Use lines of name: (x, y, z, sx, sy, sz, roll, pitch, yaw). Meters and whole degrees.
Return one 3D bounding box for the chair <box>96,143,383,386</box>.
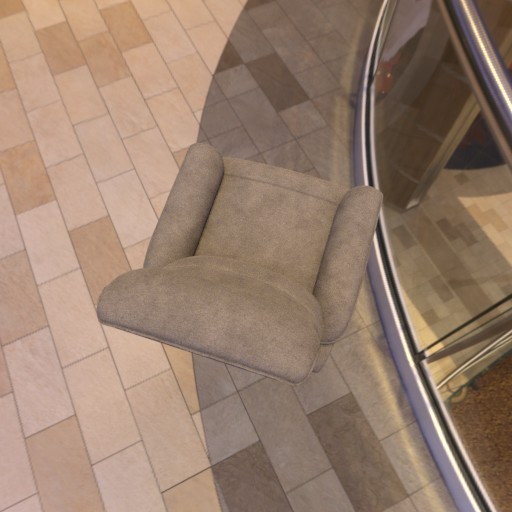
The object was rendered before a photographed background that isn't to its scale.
chair: (0.000, 0.000, 1.720, 0.830, 1.036, 1.009, 16, 66, 7)
